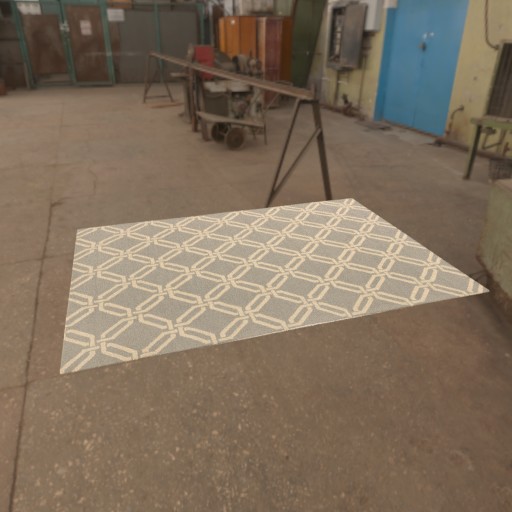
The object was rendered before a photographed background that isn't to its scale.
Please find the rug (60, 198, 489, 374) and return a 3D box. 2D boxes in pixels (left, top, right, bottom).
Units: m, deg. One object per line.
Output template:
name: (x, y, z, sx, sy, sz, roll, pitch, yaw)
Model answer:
rug: (0.000, 0.000, 2.713, 2.133, 0.013, 1.522, -8, 28, -15)
